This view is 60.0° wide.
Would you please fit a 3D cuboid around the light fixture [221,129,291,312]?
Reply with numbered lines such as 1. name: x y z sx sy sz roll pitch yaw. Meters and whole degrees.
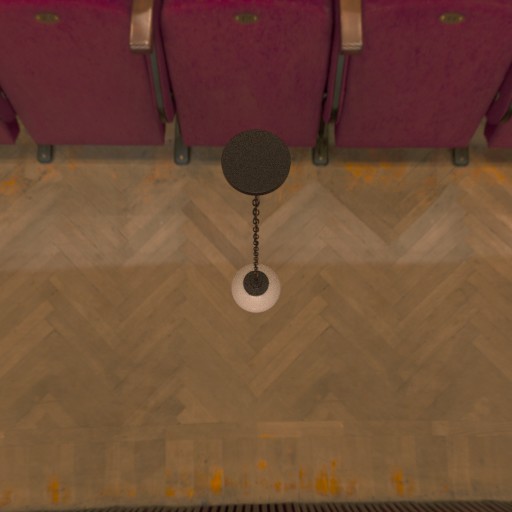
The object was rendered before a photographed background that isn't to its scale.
1. light fixture: 0.000 0.000 1.995 0.304 1.867 0.305 1 75 0
